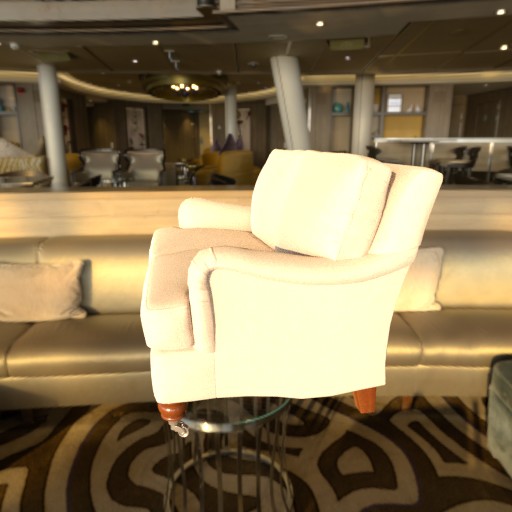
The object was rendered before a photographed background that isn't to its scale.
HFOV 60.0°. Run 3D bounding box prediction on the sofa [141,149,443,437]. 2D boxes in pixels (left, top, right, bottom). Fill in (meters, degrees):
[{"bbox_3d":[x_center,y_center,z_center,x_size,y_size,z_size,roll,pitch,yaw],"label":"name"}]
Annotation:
[{"bbox_3d":[0.000,0.000,2.254,1.087,1.048,1.508,-3,15,-11],"label":"sofa"}]
